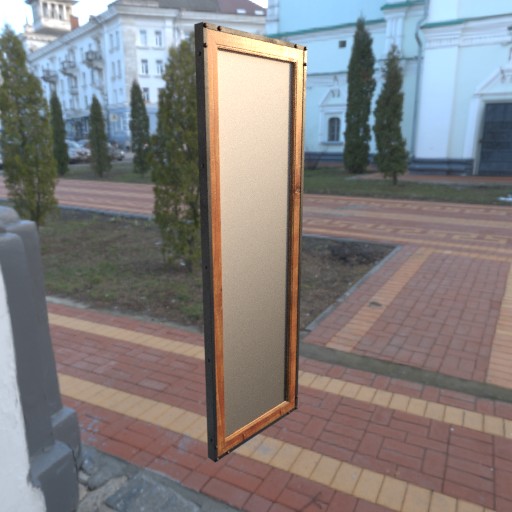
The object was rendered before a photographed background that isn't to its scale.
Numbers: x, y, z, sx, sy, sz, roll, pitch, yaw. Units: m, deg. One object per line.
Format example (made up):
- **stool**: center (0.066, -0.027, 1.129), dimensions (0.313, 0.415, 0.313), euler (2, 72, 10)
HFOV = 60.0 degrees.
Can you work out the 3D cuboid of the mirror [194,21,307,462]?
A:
- **mirror**: center (0.000, 0.000, 1.186), dimensions (0.042, 1.080, 0.354), euler (14, 20, 43)
